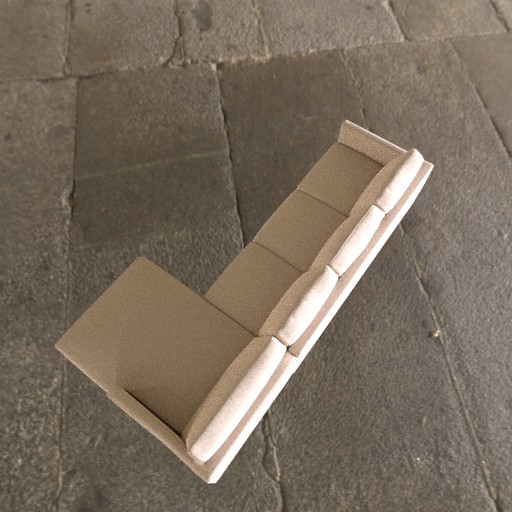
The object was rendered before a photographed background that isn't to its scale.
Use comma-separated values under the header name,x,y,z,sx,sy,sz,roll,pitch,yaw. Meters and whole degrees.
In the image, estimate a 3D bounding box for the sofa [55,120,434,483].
name,x,y,z,sx,sy,sz,roll,pitch,yaw
sofa,0.000,0.000,3.822,1.625,0.861,3.186,34,68,16
